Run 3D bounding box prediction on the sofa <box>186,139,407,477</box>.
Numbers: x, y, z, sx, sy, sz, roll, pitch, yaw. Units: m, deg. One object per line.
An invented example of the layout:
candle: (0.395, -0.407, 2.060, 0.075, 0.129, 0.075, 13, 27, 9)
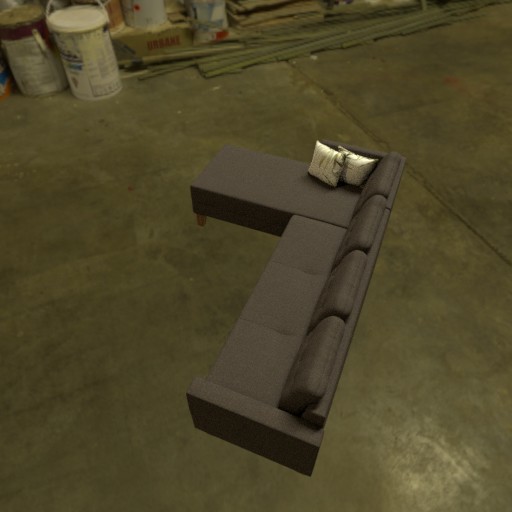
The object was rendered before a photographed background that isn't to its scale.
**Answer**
sofa: (0.000, 0.000, 3.570, 1.829, 0.932, 2.679, 17, 49, 15)
